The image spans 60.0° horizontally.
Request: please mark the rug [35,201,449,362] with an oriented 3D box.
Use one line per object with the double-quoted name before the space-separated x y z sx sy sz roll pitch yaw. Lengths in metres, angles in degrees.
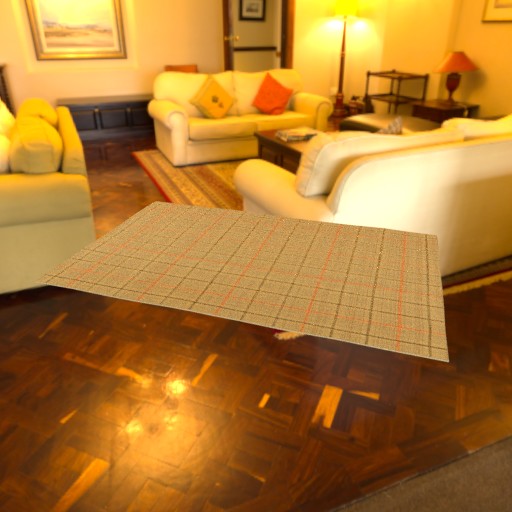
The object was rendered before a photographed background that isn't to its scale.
"rug" 0.000 0.000 3.103 2.439 0.015 1.524 8 28 16
